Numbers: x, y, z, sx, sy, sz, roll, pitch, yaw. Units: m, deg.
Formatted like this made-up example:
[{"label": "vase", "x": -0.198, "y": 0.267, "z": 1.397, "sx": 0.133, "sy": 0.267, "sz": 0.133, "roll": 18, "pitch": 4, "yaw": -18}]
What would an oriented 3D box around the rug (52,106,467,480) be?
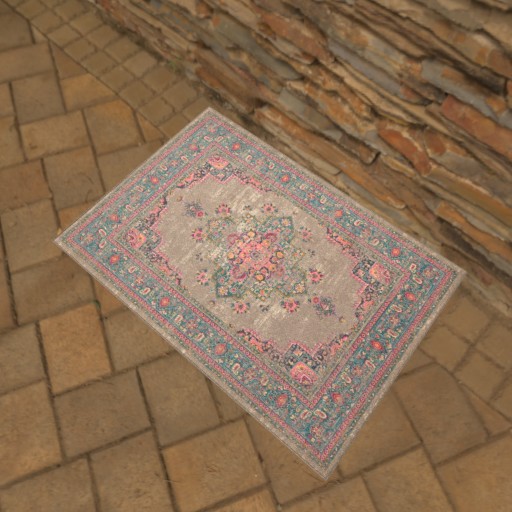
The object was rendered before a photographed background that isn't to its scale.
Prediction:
[{"label": "rug", "x": 0.000, "y": 0.000, "z": 3.736, "sx": 2.890, "sy": 0.013, "sz": 2.005, "roll": 37, "pitch": 69, "yaw": 16}]
